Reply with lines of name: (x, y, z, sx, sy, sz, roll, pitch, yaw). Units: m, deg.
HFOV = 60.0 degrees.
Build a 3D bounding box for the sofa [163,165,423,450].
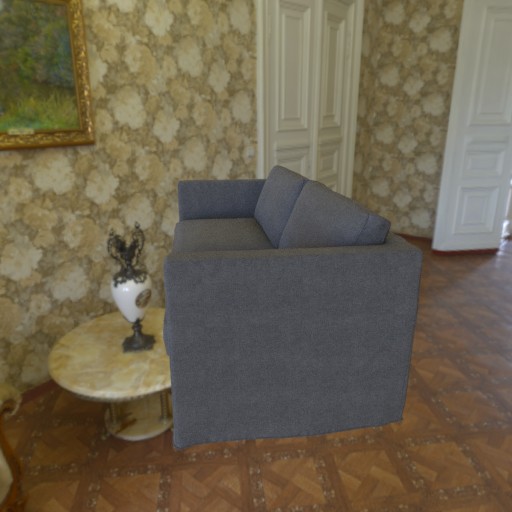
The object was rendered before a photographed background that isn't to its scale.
sofa: (0.000, 0.000, 2.504, 0.953, 0.855, 1.982, -2, 18, -8)
